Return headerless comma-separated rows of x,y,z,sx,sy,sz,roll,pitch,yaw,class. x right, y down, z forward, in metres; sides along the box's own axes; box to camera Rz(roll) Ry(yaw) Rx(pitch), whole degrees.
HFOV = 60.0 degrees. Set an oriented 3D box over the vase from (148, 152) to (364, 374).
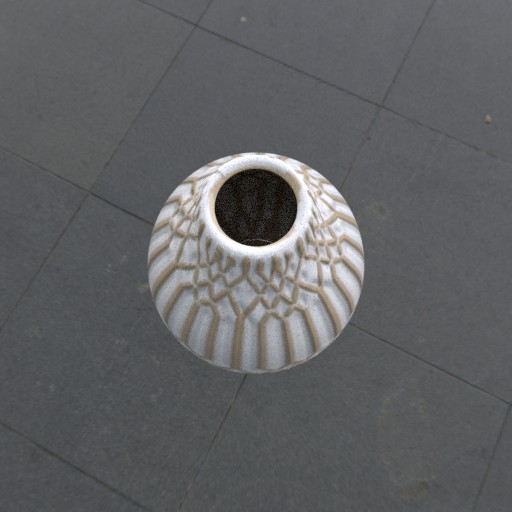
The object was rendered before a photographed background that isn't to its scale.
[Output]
0.000,0.000,0.310,0.159,0.200,0.159,0,76,0,vase
